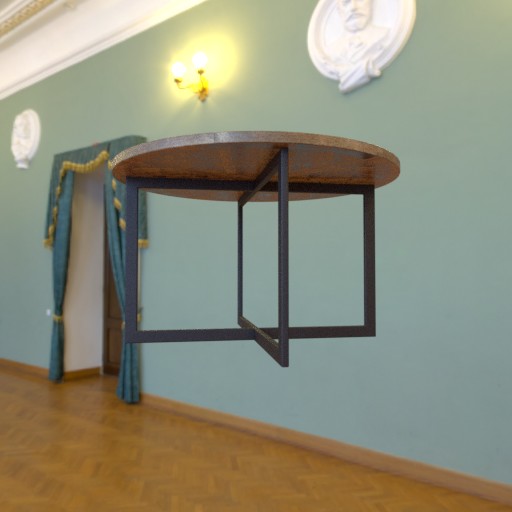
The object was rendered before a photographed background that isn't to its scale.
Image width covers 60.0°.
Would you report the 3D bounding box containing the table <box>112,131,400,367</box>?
[{"bbox_3d":[0.000,0.000,2.030,1.264,0.762,1.264,0,-2,0],"label":"table"}]
